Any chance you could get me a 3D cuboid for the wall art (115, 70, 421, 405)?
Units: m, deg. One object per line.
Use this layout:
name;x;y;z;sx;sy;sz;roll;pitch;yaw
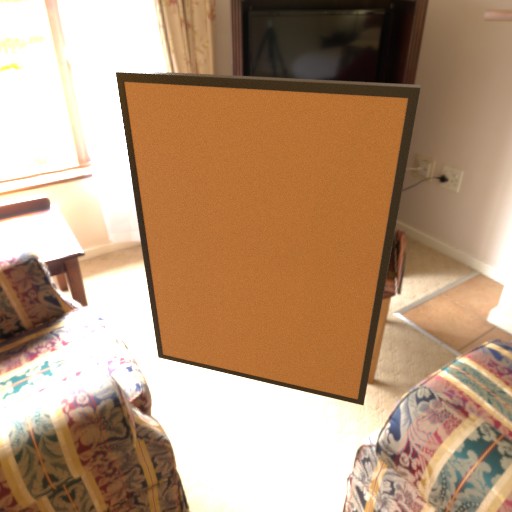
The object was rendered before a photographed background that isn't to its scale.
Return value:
wall art;0.000;0.000;1.407;0.804;1.061;0.039;9;32;15
